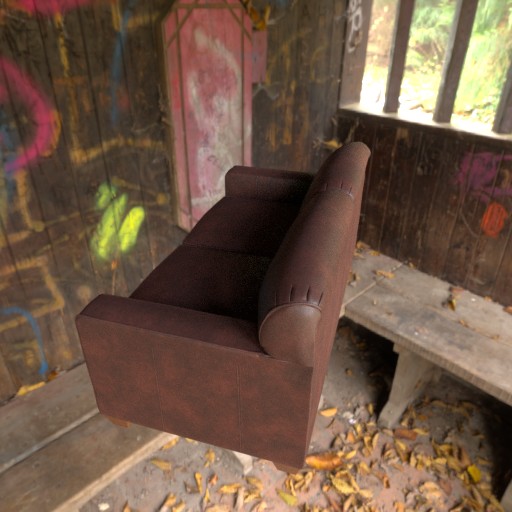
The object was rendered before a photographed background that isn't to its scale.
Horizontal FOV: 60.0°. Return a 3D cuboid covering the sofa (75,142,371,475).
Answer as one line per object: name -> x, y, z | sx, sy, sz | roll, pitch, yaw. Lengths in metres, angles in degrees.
sofa -> 0.000, 0.000, 2.426 | 1.000, 0.966, 1.856 | 9, 32, 15
